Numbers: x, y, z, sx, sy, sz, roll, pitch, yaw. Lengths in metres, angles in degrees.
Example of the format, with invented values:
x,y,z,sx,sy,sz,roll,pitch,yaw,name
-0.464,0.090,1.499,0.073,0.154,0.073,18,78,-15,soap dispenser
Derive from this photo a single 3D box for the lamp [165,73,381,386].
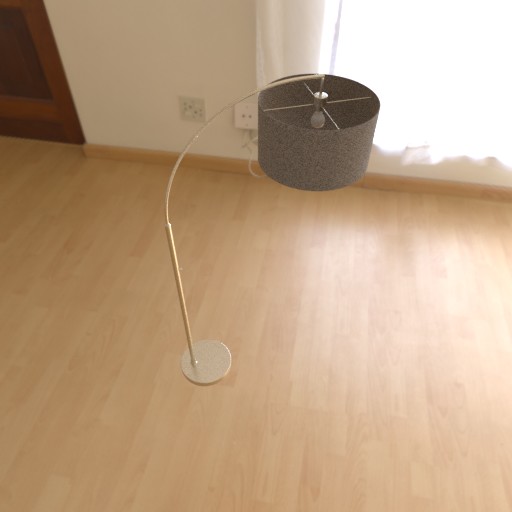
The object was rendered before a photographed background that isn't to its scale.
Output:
x,y,z,sx,sy,sz,roll,pitch,yaw,name
0.000,0.000,2.162,0.934,1.735,0.452,-10,46,-10,lamp
